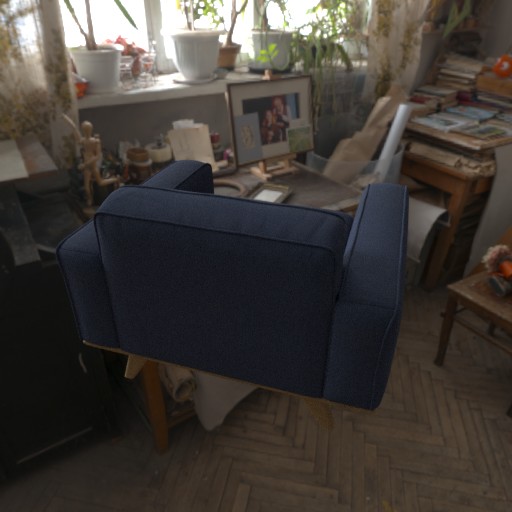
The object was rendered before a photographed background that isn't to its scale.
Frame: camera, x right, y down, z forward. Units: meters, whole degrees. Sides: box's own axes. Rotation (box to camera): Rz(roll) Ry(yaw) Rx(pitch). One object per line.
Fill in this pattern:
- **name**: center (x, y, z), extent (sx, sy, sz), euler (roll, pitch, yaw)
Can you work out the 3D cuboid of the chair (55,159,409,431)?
- **chair**: center (0.000, 0.000, 1.759), extent (1.118, 0.783, 0.953), euler (9, 33, 15)
